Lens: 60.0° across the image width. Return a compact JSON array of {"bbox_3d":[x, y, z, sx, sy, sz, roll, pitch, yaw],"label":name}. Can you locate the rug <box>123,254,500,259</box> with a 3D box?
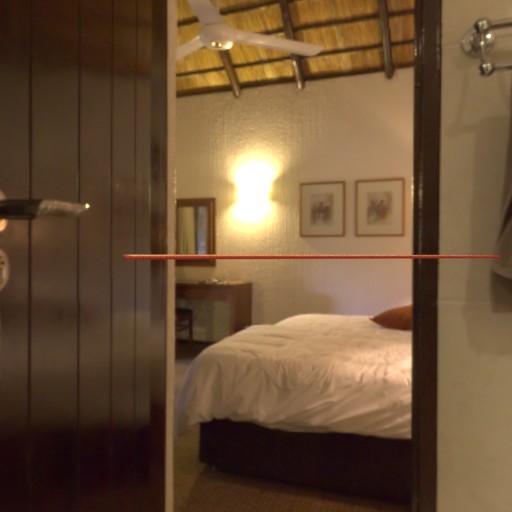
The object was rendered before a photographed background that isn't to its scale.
[{"bbox_3d":[0.000,0.000,2.797,1.593,0.013,2.211,0,0,-17],"label":"rug"}]
